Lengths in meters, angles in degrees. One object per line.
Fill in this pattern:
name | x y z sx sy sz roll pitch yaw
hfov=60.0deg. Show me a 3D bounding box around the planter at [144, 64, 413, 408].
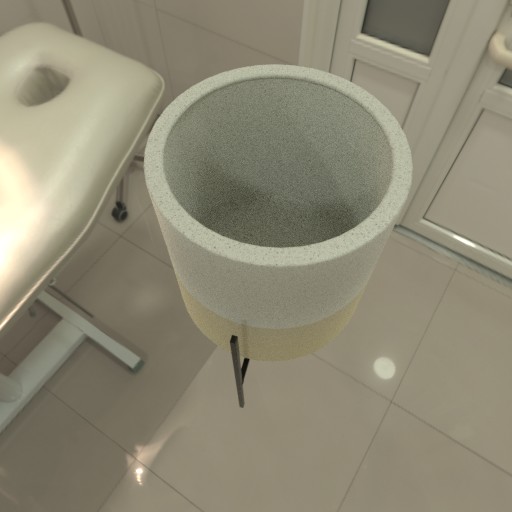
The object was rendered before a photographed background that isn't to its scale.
planter | 0.000 0.000 0.544 0.267 0.362 0.263 29 64 16
